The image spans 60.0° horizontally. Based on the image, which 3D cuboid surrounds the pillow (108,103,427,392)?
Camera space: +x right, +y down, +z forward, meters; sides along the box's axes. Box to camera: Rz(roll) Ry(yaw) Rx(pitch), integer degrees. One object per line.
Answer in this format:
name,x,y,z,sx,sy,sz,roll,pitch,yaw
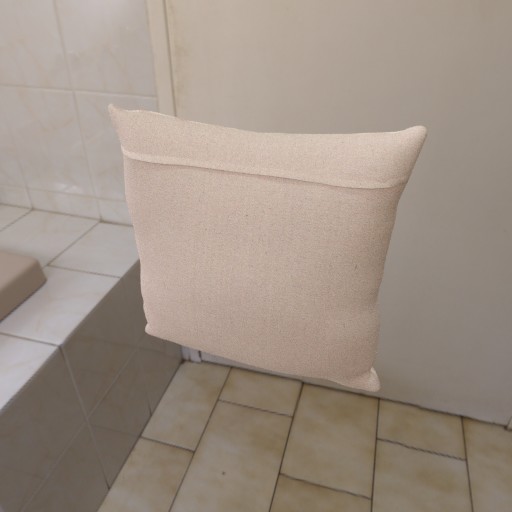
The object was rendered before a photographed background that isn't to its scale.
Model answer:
pillow,0.000,0.000,0.685,0.440,0.441,0.182,10,34,15
